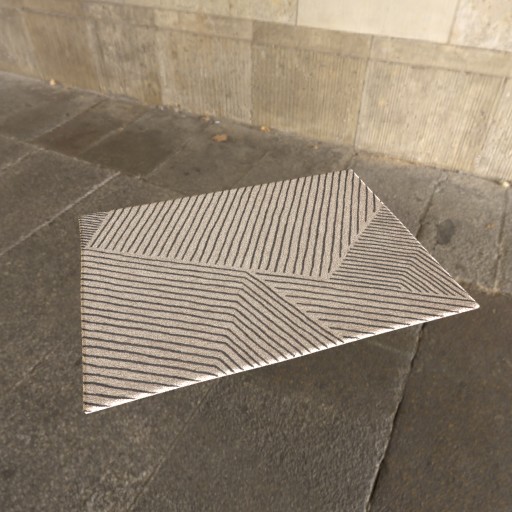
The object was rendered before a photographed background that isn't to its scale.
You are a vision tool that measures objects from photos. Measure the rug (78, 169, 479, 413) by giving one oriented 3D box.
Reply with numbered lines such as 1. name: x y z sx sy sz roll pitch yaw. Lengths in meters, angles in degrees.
1. rug: 0.000 0.000 3.220 2.449 0.028 1.829 -12 42 -13
